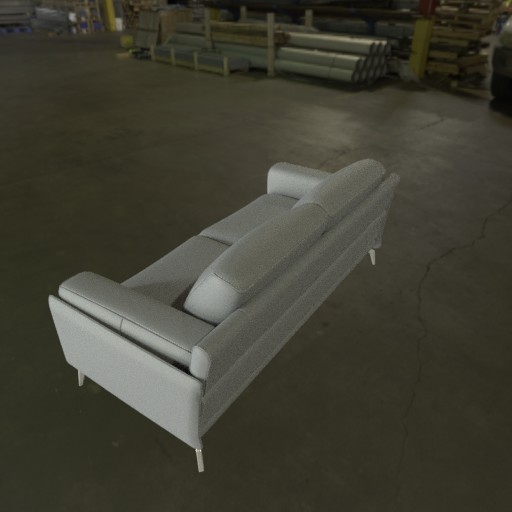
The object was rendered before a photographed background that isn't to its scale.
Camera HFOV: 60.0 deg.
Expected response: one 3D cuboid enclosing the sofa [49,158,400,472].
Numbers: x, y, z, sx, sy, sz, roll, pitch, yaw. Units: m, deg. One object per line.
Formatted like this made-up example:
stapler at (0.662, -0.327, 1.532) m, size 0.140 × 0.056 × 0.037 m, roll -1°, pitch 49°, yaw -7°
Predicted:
sofa at (0.000, 0.000, 2.608) m, size 0.969 × 0.900 × 2.100 m, roll 20°, pitch 37°, yaw 28°
